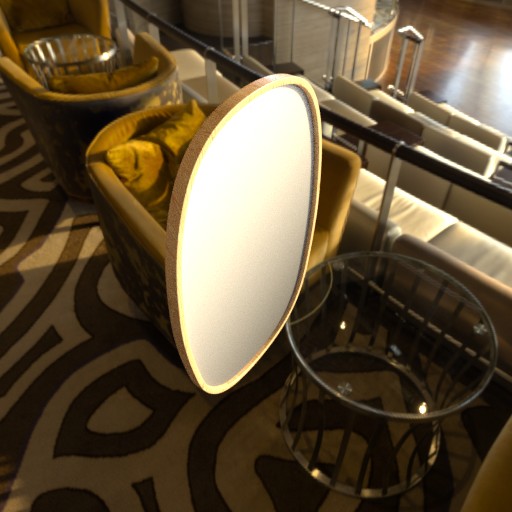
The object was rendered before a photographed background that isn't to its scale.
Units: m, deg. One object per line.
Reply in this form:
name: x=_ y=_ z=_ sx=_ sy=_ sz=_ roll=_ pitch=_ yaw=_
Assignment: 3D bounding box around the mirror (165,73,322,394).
mirror: x=0.000 y=0.000 z=1.391 sx=0.037 sy=1.075 sz=0.724 roll=26 pitch=48 yaw=25
